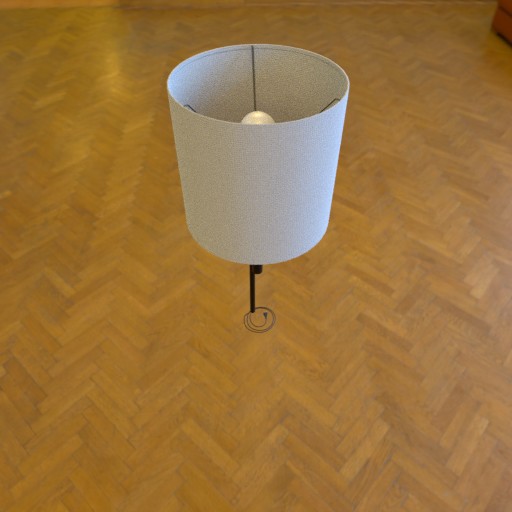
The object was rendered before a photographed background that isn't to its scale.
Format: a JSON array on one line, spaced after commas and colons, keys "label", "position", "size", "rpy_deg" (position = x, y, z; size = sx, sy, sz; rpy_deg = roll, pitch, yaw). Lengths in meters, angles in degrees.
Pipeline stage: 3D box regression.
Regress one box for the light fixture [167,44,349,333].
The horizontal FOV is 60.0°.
[{"label": "light fixture", "position": [0.000, 0.000, 0.692], "size": [0.188, 0.589, 0.248], "rpy_deg": [-3, 46, -3]}]
